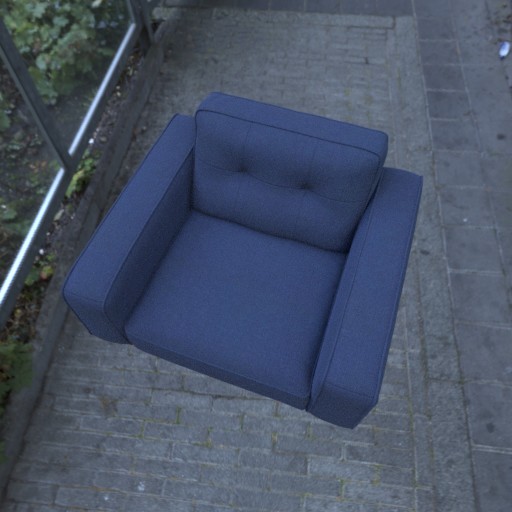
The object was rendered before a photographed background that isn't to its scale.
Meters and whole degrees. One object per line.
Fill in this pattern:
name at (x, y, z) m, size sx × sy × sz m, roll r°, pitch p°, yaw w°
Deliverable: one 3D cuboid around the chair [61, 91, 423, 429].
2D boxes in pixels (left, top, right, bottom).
chair at (0.000, 0.000, 1.769) m, size 1.118 × 0.783 × 0.953 m, roll 17°, pitch 60°, yaw 10°
